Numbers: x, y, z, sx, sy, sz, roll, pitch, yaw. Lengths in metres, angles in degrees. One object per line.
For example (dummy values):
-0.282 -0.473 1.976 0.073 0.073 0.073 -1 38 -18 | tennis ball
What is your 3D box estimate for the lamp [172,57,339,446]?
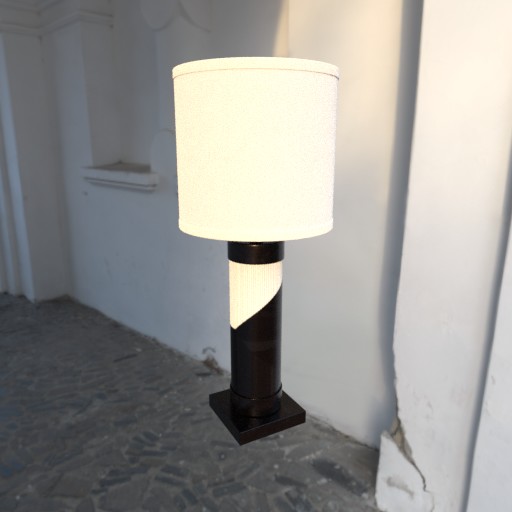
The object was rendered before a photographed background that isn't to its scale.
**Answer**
0.000 0.000 0.627 0.211 0.509 0.211 -8 17 -28 | lamp
